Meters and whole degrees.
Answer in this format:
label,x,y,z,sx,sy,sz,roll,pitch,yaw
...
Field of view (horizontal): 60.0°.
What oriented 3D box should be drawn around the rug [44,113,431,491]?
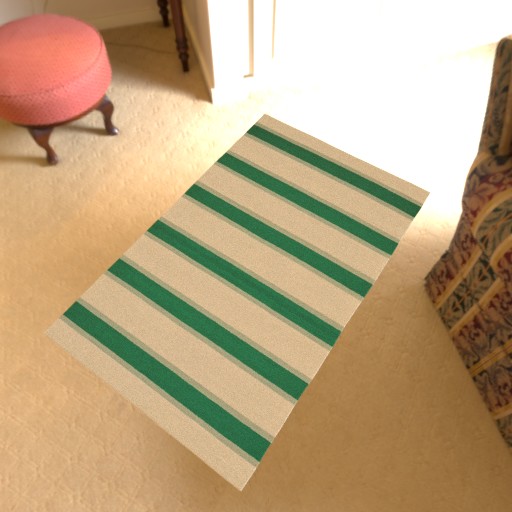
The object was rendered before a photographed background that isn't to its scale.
label,x,y,z,sx,sy,sz,roll,pitch,yaw
rug,0.000,0.000,3.044,1.521,0.015,2.436,31,63,17
